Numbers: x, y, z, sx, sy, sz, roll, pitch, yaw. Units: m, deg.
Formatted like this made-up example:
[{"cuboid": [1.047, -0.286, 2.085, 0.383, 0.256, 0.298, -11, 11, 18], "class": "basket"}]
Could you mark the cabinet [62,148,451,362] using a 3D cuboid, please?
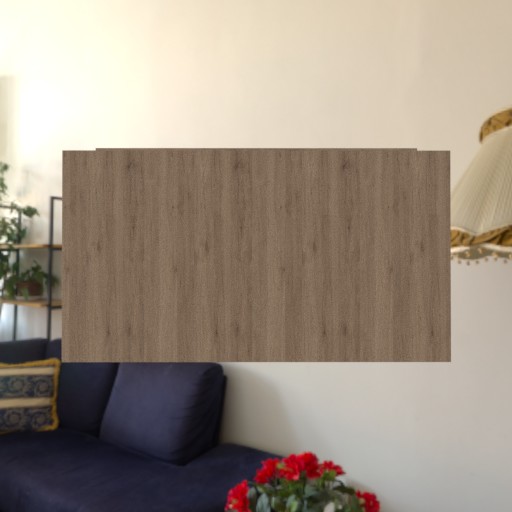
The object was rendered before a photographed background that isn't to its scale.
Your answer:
[{"cuboid": [0.000, 0.000, 3.035, 1.750, 0.970, 2.080, 0, 0, 0], "class": "cabinet"}]
